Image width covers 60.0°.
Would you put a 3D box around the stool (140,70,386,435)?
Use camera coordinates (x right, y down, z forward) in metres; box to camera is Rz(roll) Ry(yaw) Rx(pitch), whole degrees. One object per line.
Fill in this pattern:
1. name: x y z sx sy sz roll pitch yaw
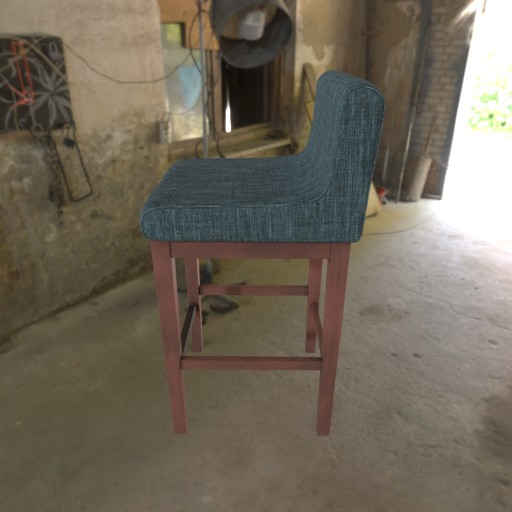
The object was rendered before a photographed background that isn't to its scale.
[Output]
1. stool: 0.000 0.000 1.096 0.459 0.835 0.395 0 26 1
